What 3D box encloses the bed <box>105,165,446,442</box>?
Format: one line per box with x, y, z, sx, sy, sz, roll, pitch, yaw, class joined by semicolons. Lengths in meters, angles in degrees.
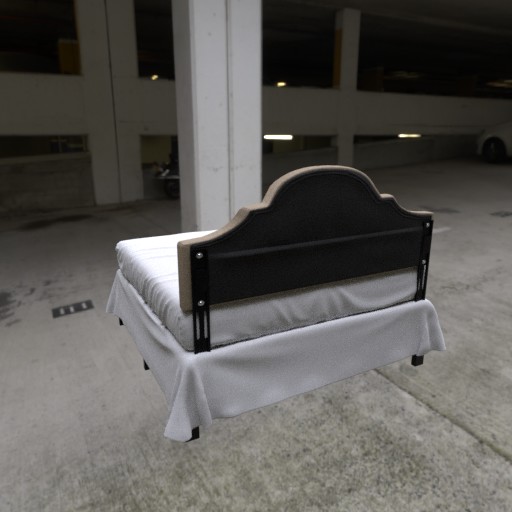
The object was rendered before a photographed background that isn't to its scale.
0.000;0.000;3.776;2.303;1.631;2.222;-8;18;-27;bed
